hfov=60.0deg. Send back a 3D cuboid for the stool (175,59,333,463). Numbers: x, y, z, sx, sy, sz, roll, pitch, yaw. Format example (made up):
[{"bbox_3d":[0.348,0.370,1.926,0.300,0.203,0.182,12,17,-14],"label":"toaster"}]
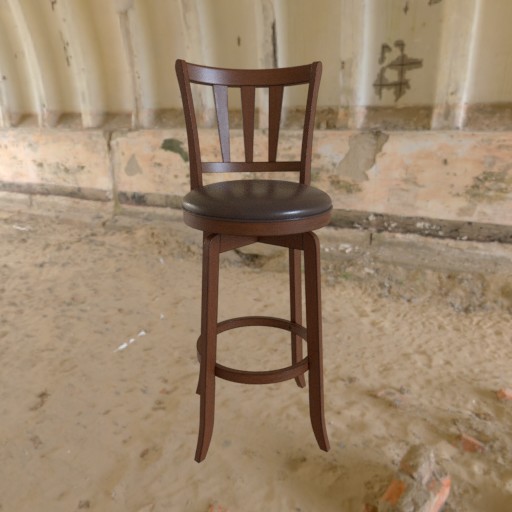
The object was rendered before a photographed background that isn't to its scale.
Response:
[{"bbox_3d":[0.000,0.000,1.404,0.464,1.177,0.503,-2,17,-6],"label":"stool"}]
